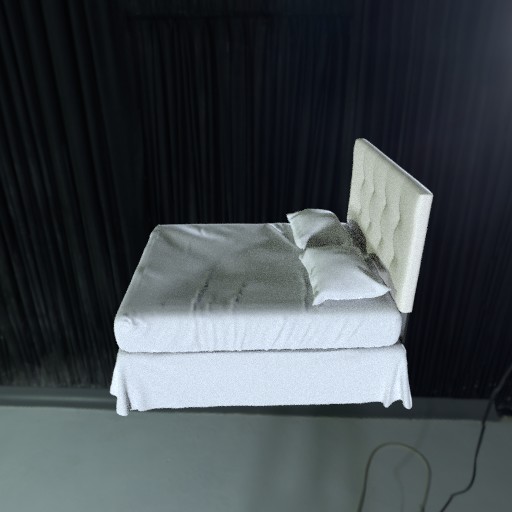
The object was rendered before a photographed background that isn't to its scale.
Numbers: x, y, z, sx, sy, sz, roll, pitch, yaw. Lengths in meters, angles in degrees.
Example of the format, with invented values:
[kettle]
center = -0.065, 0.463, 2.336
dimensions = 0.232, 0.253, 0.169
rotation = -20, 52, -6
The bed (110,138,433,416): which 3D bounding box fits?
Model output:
[bed]
center = 0.000, 0.000, 3.644
dimensions = 2.222, 1.577, 1.936
rotation = -1, 26, -2
